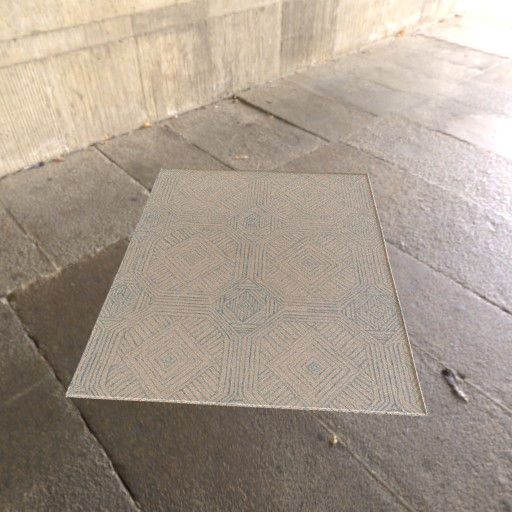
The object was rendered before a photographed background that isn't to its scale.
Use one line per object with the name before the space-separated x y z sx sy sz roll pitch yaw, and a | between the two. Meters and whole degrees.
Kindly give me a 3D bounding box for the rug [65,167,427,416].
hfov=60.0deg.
rug | 0.000 0.000 4.123 2.457 0.015 3.049 2 42 3
